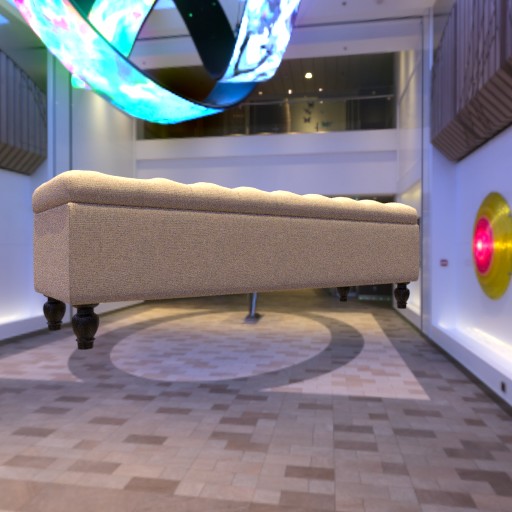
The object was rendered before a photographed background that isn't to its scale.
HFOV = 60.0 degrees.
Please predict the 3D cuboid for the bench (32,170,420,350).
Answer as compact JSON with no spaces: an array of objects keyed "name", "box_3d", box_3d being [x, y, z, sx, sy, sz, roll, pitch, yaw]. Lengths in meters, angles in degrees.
[{"name":"bench","box_3d":[0.000,0.000,1.688,1.480,0.467,0.455,0,1,-37]}]
